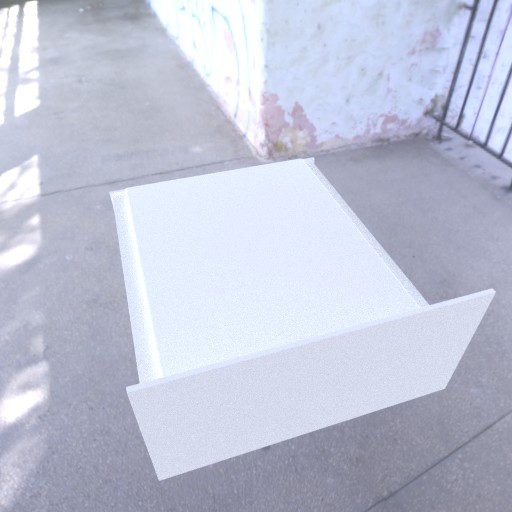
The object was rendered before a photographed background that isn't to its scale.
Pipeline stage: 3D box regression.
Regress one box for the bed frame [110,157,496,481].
[{"bbox_3d":[0.000,0.000,2.755,1.622,0.800,1.960,-12,44,-13],"label":"bed frame"}]
